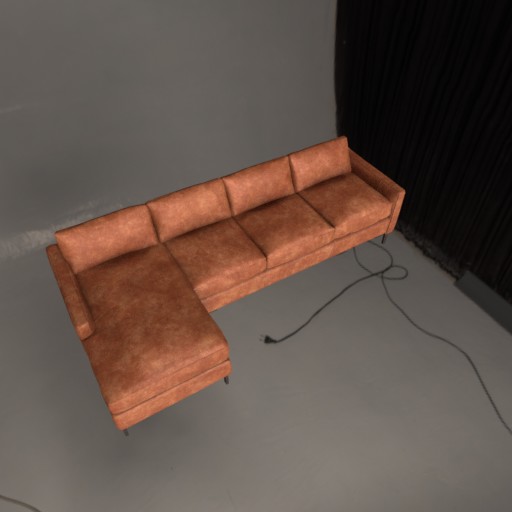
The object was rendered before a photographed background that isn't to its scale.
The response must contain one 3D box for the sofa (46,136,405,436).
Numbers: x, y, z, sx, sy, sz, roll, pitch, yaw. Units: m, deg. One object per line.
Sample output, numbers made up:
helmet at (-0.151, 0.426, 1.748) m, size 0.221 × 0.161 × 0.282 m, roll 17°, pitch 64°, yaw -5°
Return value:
sofa at (0.000, 0.000, 3.709) m, size 2.993 × 0.859 × 1.471 m, roll -23°, pitch 49°, yaw -21°
